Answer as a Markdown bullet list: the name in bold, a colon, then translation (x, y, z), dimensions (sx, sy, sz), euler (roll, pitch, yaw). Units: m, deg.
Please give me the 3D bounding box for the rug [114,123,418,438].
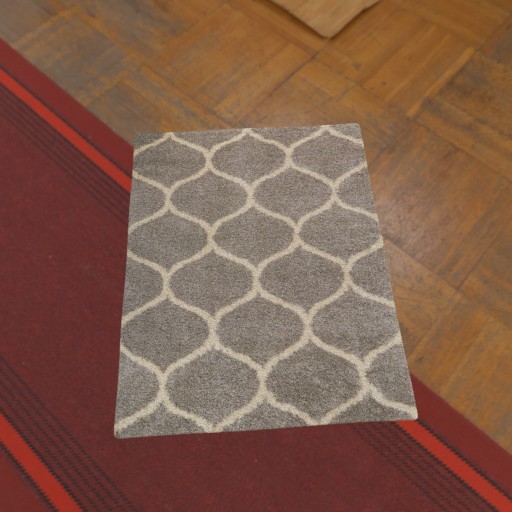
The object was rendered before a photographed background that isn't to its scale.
- **rug**: translation (0.000, 0.000, 4.104), dimensions (2.399, 0.026, 3.000), euler (-3, 65, -1)
